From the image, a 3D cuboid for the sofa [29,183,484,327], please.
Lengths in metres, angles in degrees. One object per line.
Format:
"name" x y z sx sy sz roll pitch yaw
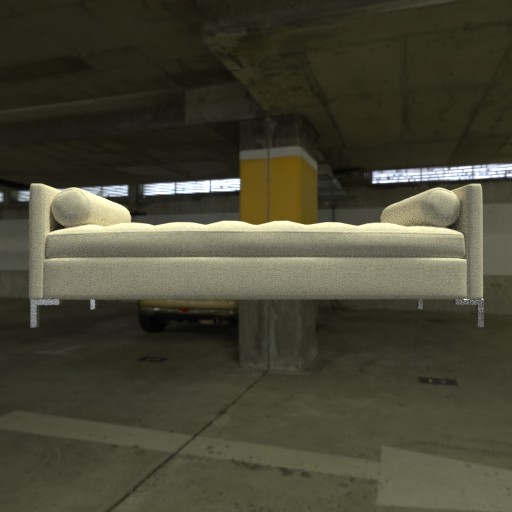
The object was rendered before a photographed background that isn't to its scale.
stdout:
"sofa" 0.000 0.000 2.396 2.102 0.655 0.797 0 0 0
